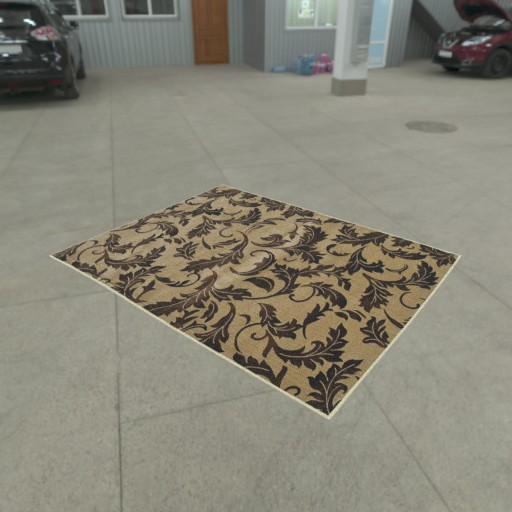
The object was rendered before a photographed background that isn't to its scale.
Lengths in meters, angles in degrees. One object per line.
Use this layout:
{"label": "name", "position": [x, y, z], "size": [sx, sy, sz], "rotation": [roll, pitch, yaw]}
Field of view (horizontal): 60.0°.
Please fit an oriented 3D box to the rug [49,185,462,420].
{"label": "rug", "position": [0.000, 0.000, 4.066], "size": [2.977, 0.008, 2.380], "rotation": [21, 36, 33]}
